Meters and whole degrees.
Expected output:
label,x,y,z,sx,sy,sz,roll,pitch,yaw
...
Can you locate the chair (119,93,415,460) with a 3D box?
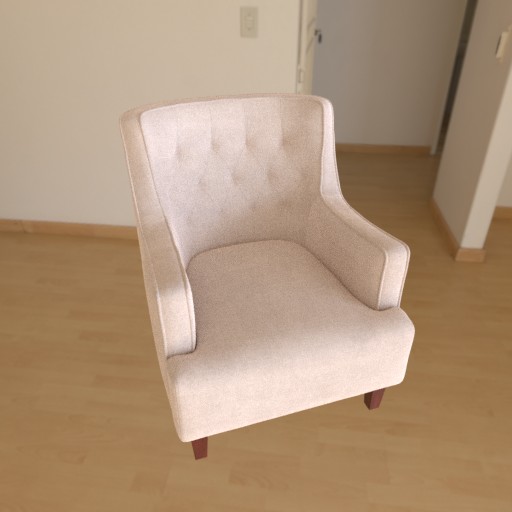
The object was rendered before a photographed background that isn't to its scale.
label,x,y,z,sx,sy,sz,roll,pitch,yaw
chair,0.000,0.000,1.555,0.781,0.920,0.910,-10,33,-15
